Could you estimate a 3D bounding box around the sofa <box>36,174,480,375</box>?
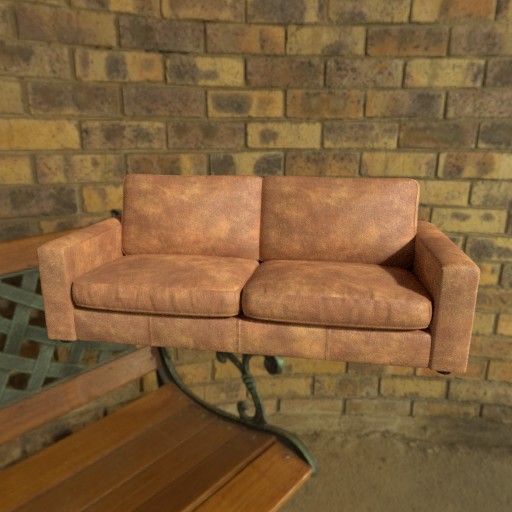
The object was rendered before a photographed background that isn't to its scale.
[{"bbox_3d":[0.000,0.000,2.601,2.179,0.873,1.016,3,16,9],"label":"sofa"}]
